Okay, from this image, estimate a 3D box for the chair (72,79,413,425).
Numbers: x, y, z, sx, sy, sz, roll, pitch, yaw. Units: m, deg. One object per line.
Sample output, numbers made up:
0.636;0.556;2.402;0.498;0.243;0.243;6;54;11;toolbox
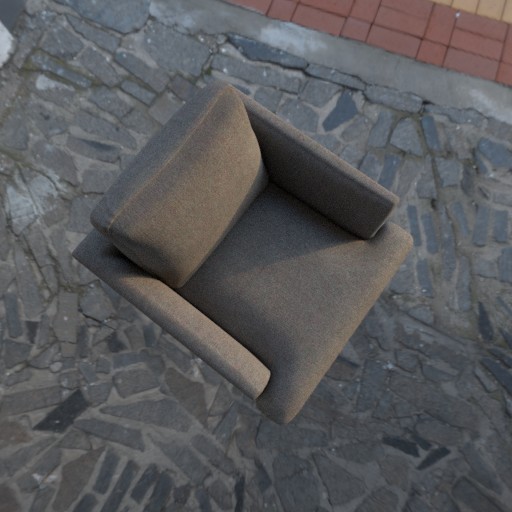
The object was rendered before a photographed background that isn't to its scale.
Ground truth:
0.000;0.000;1.647;0.899;0.957;0.858;36;78;9;chair
